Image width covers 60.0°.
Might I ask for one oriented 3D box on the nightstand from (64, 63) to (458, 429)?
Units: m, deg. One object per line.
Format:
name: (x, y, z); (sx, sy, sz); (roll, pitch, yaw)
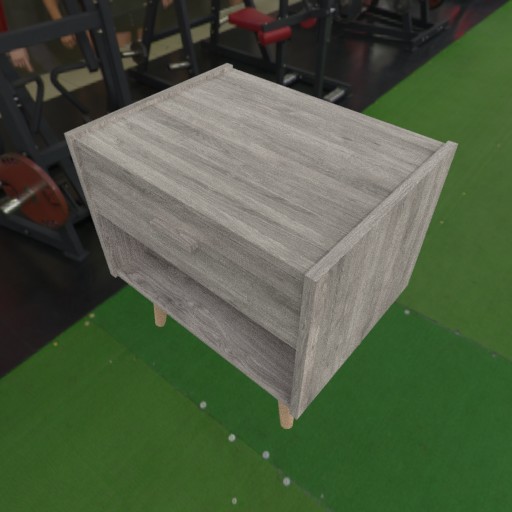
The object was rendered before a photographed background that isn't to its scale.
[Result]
nightstand: (0.000, 0.000, 0.854); (0.480, 0.500, 0.380); (31, 52, 28)
